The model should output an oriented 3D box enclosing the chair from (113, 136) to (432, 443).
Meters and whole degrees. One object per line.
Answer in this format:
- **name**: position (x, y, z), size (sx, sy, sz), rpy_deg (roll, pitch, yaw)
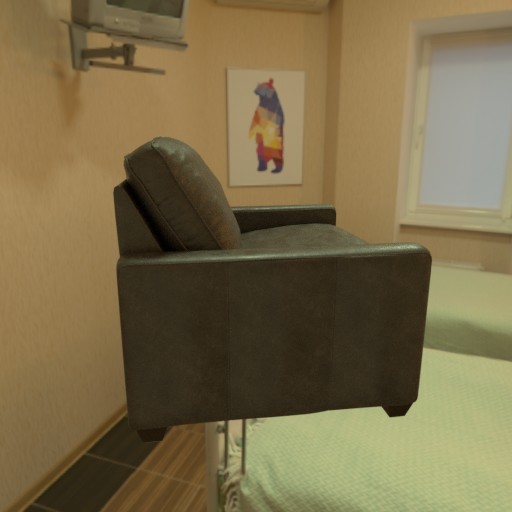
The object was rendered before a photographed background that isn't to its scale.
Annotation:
- **chair**: position (0.000, 0.000, 1.759), size (0.939, 0.916, 1.006), rpy_deg (-2, 15, -9)
